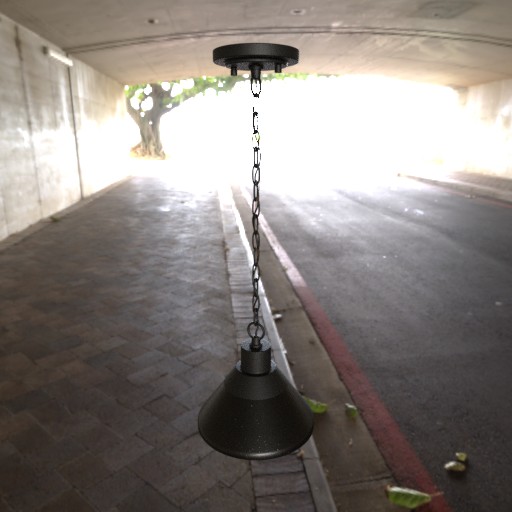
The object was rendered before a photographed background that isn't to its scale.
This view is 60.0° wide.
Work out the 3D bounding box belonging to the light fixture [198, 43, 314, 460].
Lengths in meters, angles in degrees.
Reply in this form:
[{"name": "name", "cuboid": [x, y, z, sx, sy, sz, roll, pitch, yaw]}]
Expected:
[{"name": "light fixture", "cuboid": [0.000, 0.000, 0.692, 0.201, 0.588, 0.201, 8, 17, 26]}]
